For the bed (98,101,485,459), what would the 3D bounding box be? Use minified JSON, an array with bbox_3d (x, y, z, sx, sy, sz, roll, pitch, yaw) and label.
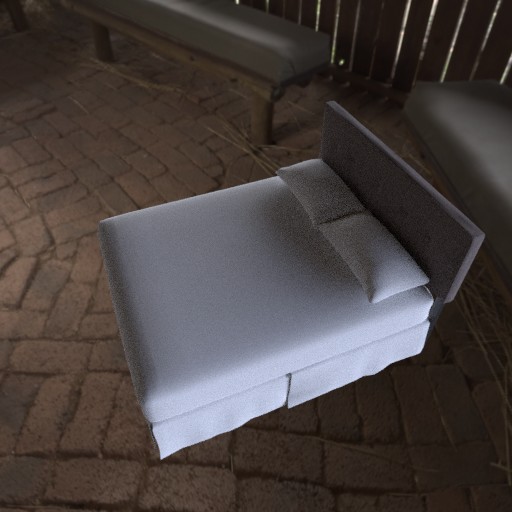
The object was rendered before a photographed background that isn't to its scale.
[{"bbox_3d":[0.000,0.000,2.887,1.894,1.089,1.610,-16,48,-15],"label":"bed"}]
